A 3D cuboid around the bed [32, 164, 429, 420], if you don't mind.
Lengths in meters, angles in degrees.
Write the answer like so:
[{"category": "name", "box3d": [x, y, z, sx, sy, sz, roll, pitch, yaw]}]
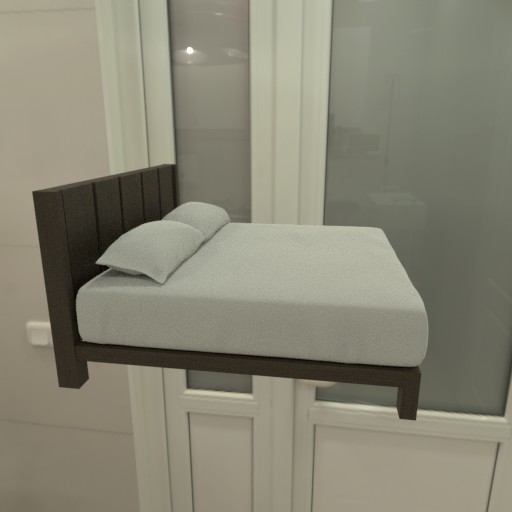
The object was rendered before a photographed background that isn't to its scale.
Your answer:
[{"category": "bed", "box3d": [0.000, 0.000, 3.529, 2.238, 1.261, 2.143, 2, 16, 9]}]
